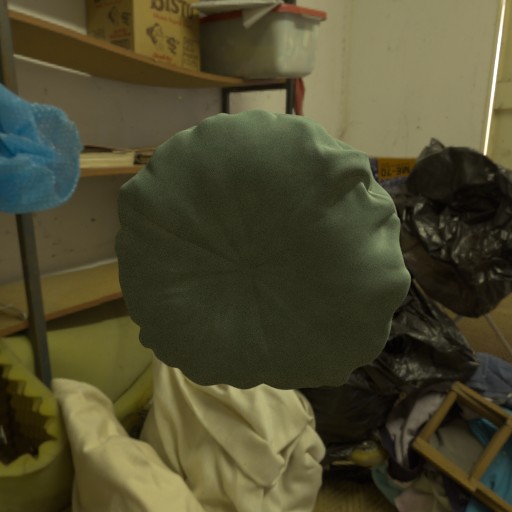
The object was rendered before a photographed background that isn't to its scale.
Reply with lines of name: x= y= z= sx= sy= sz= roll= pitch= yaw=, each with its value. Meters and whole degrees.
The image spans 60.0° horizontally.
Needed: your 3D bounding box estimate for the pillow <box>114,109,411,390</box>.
pillow: x=0.000 y=0.000 z=0.649 sx=0.428 sy=0.407 sz=0.148 roll=3 pitch=15 yaw=10
